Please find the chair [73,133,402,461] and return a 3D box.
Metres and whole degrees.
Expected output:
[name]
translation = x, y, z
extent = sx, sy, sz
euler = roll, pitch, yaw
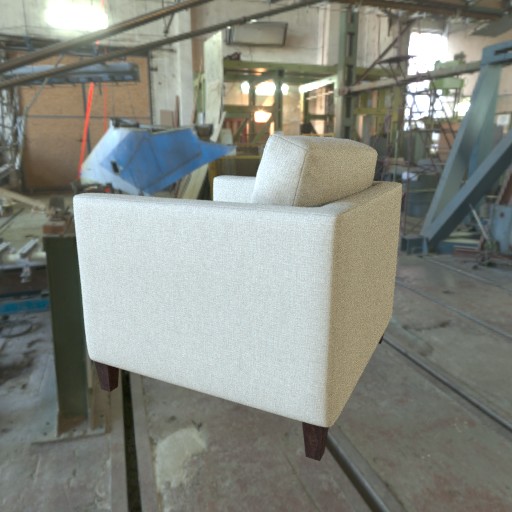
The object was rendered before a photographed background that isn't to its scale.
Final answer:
[chair]
translation = 0.000, 0.000, 1.756
extent = 0.959, 0.919, 0.996
euler = 7, 16, 26
